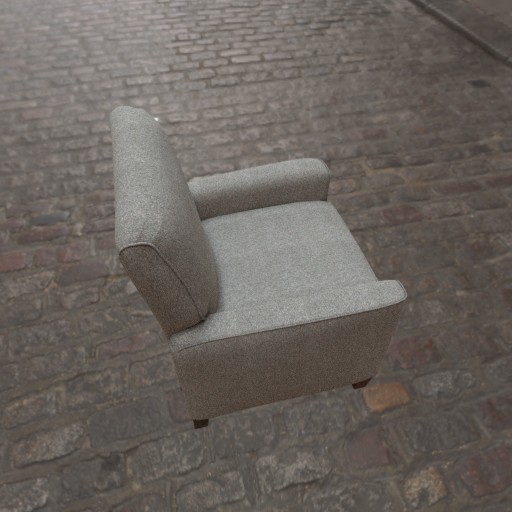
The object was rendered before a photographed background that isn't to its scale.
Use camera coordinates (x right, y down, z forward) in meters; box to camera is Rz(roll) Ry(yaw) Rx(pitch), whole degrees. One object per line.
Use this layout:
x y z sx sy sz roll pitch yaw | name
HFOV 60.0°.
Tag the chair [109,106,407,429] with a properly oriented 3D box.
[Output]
0.000 0.000 1.665 0.858 1.028 0.841 -11 47 -10 | chair
